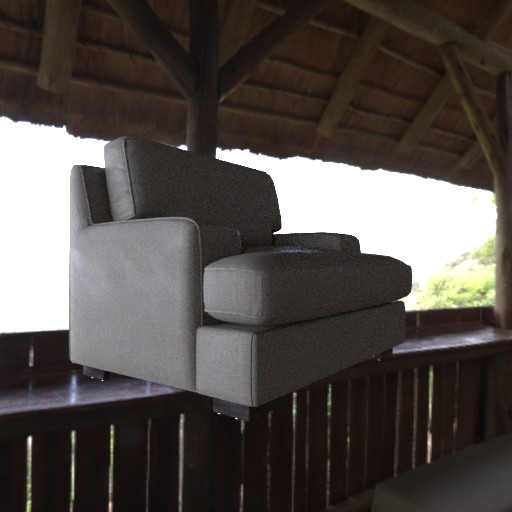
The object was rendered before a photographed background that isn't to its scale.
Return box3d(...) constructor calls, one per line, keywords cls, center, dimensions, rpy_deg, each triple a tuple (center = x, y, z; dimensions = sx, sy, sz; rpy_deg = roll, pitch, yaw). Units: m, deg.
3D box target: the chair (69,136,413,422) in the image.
box3d(cls="chair", center=(0.000, 0.000, 1.968), dimensions=(1.043, 0.974, 1.270), rpy_deg=(0, -1, 37))
